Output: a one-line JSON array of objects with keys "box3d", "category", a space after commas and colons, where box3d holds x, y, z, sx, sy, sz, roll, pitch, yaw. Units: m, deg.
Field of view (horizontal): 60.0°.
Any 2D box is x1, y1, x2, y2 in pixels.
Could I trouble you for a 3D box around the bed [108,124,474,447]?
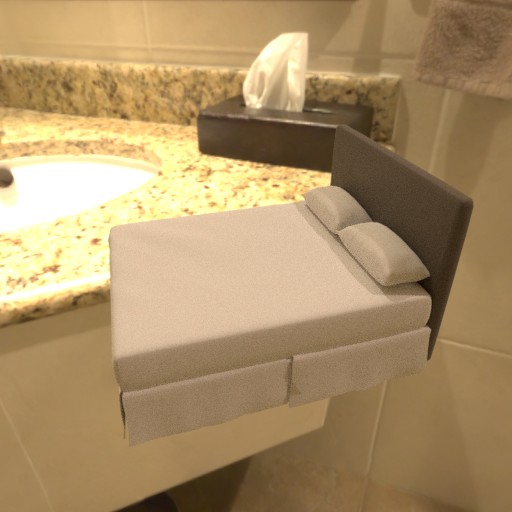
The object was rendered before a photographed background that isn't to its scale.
[{"box3d": [0.000, 0.000, 3.213, 2.142, 1.330, 1.723, -9, 33, -14], "category": "bed"}]
